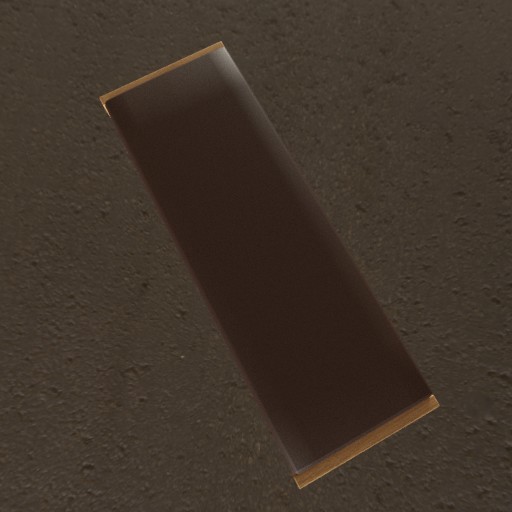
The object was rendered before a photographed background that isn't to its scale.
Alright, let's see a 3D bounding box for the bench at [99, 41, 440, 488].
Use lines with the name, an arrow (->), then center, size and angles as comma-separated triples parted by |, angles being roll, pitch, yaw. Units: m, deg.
bench -> 0.000, 0.000, 1.408 | 0.405, 0.480, 1.200 | -28, 79, -6
